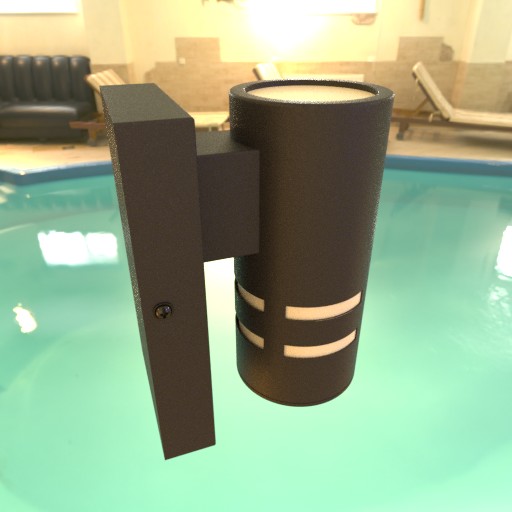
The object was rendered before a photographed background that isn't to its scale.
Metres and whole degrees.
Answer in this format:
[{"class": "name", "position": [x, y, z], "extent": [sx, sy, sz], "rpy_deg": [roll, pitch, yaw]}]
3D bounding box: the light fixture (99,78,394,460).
[{"class": "light fixture", "position": [0.000, 0.000, 0.254], "extent": [0.138, 0.179, 0.098], "rpy_deg": [-10, 31, -17]}]
